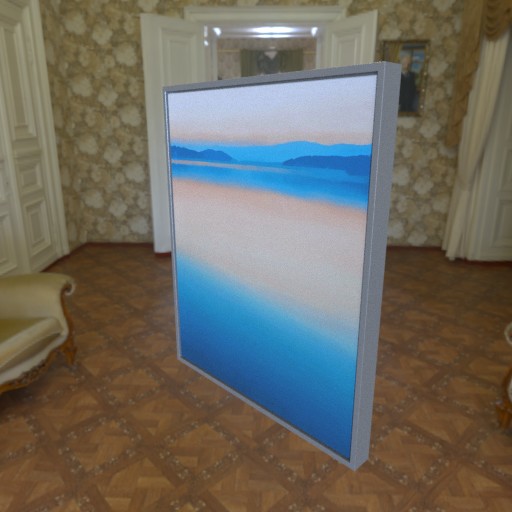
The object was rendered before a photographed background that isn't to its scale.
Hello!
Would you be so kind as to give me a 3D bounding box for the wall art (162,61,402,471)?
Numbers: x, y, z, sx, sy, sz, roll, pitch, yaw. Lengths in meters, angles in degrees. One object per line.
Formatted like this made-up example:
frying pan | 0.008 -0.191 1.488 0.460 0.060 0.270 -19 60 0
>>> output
wall art | 0.000 0.000 0.740 0.037 0.554 0.453 -15 22 -42
